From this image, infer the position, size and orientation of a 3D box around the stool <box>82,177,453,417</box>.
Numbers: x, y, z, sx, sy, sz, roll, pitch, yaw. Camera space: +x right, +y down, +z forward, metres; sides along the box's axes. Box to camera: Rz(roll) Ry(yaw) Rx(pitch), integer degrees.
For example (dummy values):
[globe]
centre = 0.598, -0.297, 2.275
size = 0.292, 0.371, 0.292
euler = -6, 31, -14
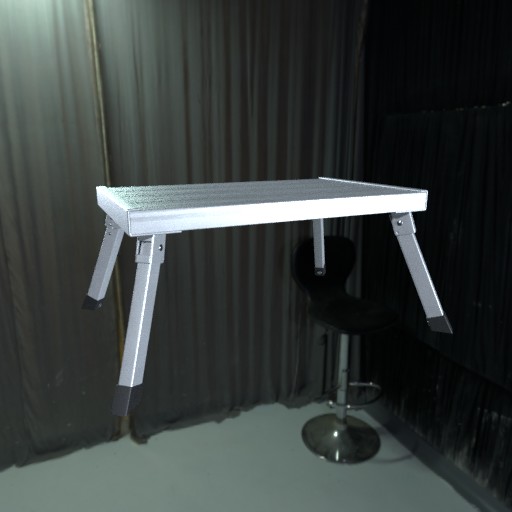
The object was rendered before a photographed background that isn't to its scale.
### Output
[stool]
centre = 0.000, 0.000, 0.739
size = 0.535, 0.225, 0.385
euler = -7, 16, -25
